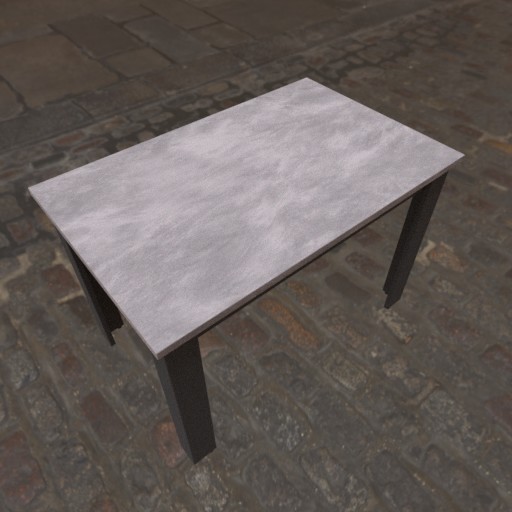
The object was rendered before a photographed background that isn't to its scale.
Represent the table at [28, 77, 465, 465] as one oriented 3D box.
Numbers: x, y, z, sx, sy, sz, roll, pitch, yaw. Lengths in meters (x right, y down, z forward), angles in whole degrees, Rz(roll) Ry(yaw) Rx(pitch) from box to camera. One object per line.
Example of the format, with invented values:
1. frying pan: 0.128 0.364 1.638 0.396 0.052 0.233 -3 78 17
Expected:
1. table: 0.000 0.000 1.578 1.100 0.734 0.700 -31 54 -26
